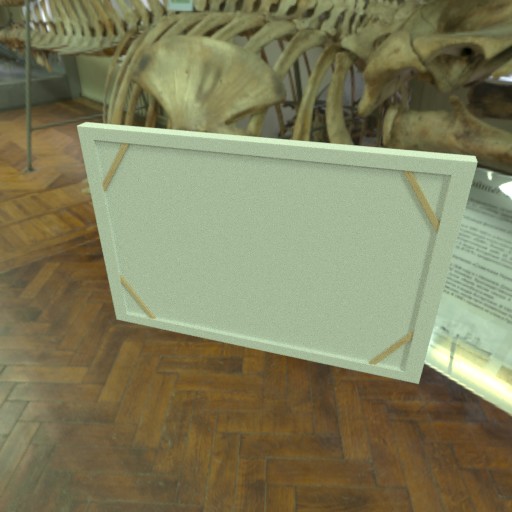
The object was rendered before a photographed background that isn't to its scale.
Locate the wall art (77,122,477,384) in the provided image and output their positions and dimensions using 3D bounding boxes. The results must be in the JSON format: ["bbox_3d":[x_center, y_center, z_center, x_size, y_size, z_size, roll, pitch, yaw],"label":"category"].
[{"bbox_3d":[0.000,0.000,1.150,0.914,0.609,0.038,9,32,15],"label":"wall art"}]
